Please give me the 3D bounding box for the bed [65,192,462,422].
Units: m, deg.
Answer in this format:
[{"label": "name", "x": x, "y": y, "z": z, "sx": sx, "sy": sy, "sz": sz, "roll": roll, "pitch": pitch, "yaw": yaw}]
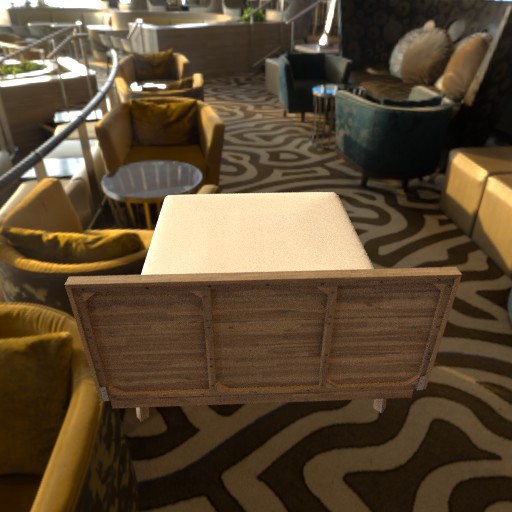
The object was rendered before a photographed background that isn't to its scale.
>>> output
[{"label": "bed", "x": 0.000, "y": 0.000, "z": 3.143, "sx": 1.759, "sy": 1.071, "sz": 2.145, "roll": -1, "pitch": 32, "yaw": -2}]
